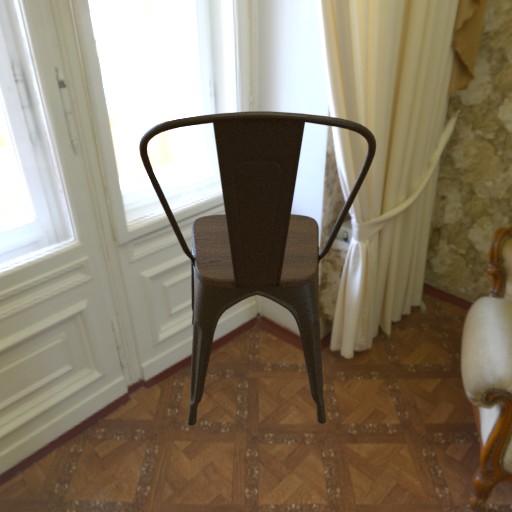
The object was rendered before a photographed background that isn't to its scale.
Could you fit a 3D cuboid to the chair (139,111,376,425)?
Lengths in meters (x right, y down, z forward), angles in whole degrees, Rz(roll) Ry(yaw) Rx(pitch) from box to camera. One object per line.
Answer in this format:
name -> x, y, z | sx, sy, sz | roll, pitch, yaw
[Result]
chair -> 0.000, 0.000, 1.160 | 0.451, 0.844, 0.532 | 0, 30, -1
